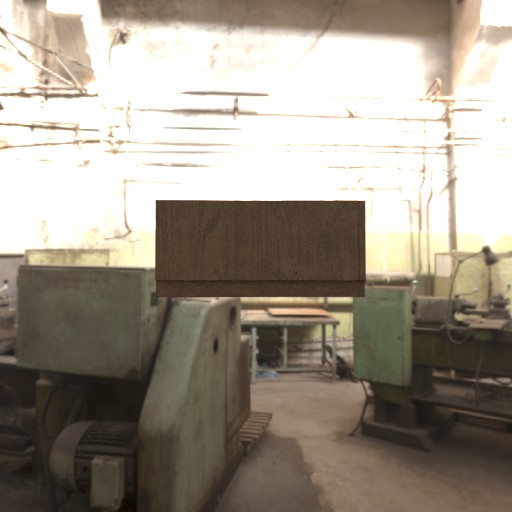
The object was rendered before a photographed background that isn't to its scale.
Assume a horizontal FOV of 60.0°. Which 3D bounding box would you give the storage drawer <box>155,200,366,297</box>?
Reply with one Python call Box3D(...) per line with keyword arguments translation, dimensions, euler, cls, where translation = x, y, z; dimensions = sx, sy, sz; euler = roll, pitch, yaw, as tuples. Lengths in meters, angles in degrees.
Box3D(translation=(0.000, 0.000, 2.278), dimensions=(0.591, 0.274, 2.072), euler=(0, -1, -1), cls="storage drawer")
